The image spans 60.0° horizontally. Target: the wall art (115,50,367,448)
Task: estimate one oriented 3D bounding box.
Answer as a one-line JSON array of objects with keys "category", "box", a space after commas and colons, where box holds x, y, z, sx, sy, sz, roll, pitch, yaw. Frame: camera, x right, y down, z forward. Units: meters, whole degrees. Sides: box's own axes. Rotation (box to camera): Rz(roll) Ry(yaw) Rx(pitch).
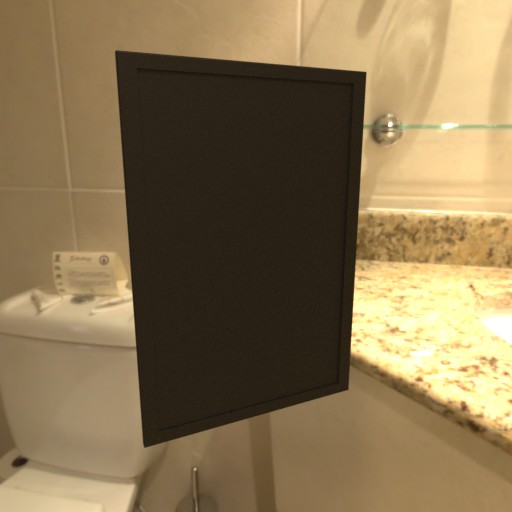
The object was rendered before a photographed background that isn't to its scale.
[{"category": "wall art", "box": [0.000, 0.000, 0.817, 0.451, 0.661, 0.012, -7, 16, -25]}]
